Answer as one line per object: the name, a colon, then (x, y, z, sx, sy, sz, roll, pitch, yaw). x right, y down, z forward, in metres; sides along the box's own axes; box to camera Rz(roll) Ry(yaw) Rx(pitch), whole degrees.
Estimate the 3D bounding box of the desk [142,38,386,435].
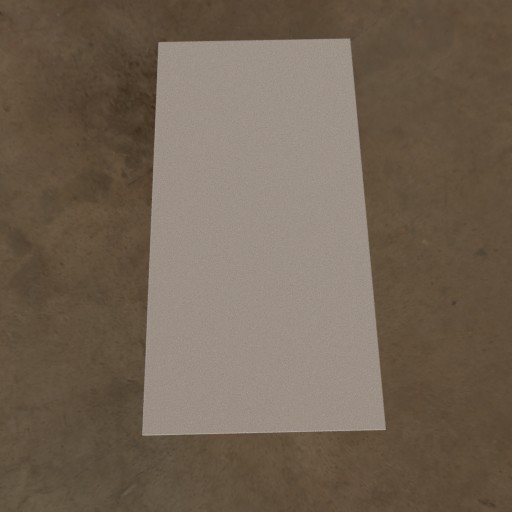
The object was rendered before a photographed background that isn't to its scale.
desk: (0.000, 0.000, 1.321, 0.482, 0.730, 0.898, -1, 75, 0)
